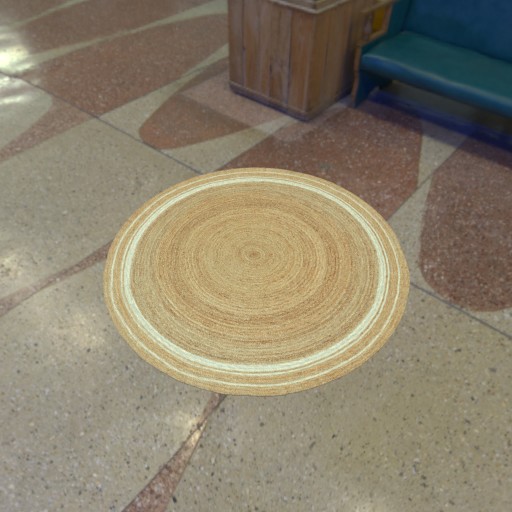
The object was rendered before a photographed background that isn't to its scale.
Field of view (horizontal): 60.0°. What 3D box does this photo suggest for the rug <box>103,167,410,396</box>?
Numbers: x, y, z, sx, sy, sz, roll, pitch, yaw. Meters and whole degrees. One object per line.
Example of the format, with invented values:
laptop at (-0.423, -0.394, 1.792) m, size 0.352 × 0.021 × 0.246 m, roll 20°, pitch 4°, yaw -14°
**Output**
rug at (0.000, 0.000, 3.640) m, size 2.444 × 0.015 × 2.444 m, roll 0°, pitch 47°, yaw 0°
